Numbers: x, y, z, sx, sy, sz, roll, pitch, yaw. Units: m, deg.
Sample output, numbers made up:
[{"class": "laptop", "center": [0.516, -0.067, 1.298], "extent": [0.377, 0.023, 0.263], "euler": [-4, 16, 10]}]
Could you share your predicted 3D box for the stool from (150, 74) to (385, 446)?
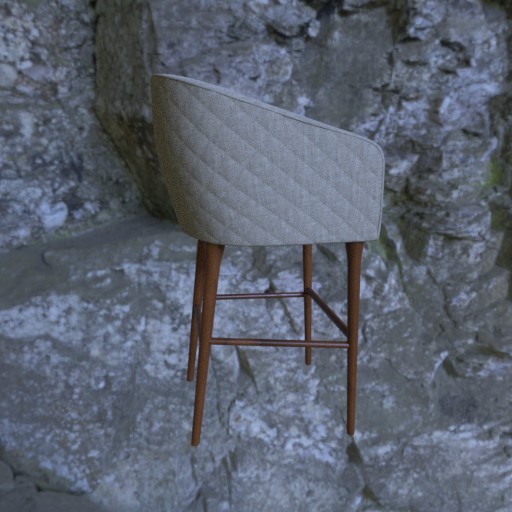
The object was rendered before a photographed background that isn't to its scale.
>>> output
[{"class": "stool", "center": [0.000, 0.000, 1.440], "extent": [0.607, 1.078, 0.559], "euler": [-3, 15, -10]}]
